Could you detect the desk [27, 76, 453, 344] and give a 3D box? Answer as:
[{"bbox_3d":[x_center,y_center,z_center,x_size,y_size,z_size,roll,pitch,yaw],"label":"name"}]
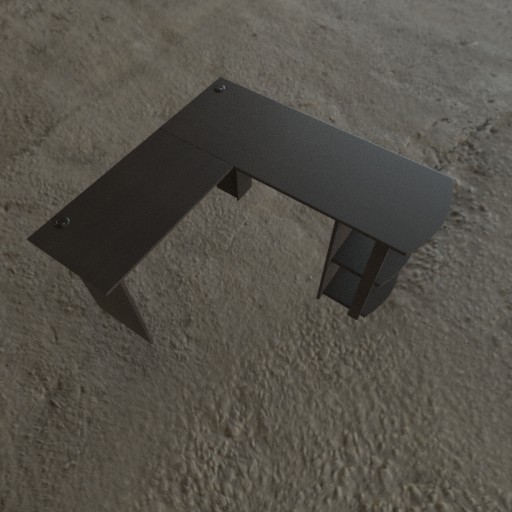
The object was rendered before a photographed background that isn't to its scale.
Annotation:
[{"bbox_3d":[0.000,0.000,2.176,1.361,0.716,1.303,30,62,18],"label":"desk"}]
